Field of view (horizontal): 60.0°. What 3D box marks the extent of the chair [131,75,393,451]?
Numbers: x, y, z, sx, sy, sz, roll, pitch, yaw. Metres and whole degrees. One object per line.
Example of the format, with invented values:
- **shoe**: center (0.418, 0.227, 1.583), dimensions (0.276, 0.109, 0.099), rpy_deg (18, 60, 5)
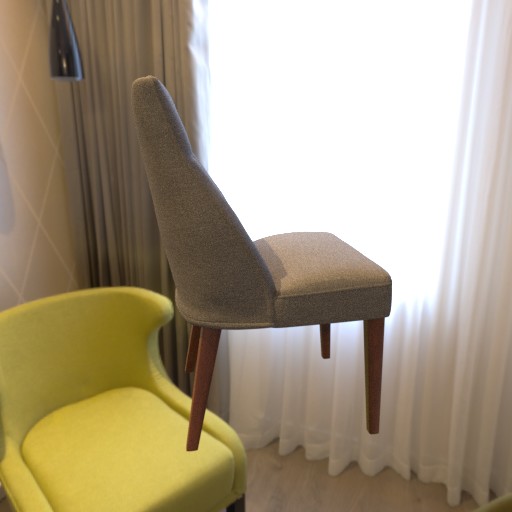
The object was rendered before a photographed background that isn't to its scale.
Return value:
- **chair**: center (0.000, 0.000, 1.268), dimensions (0.620, 0.930, 0.500), rpy_deg (-3, 16, -9)
